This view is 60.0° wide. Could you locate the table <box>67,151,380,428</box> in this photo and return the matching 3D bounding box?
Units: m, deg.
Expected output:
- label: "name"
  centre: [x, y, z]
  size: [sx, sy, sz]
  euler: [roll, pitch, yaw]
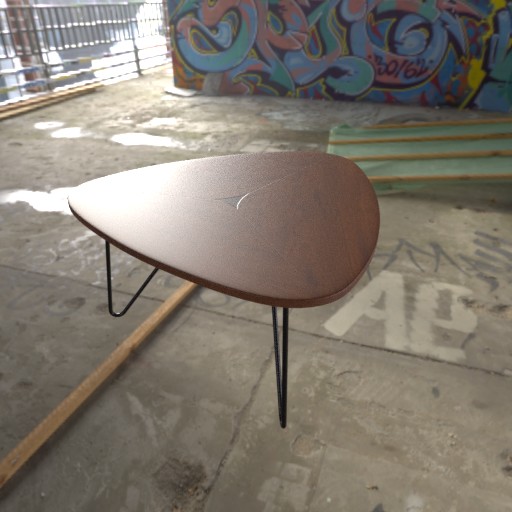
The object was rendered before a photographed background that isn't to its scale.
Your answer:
- label: "table"
  centre: [0.000, 0.000, 1.308]
  size: [0.833, 0.413, 0.821]
  euler: [23, 38, 33]
